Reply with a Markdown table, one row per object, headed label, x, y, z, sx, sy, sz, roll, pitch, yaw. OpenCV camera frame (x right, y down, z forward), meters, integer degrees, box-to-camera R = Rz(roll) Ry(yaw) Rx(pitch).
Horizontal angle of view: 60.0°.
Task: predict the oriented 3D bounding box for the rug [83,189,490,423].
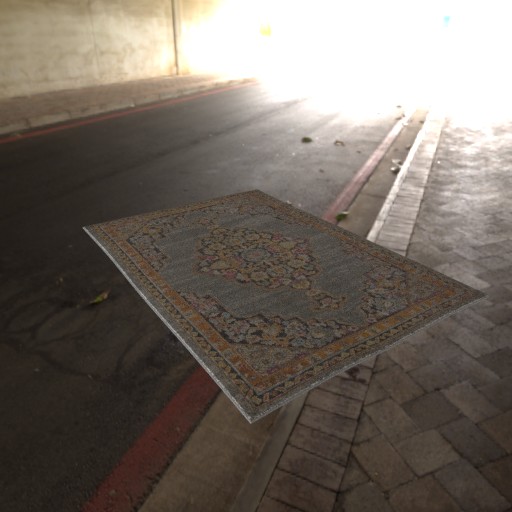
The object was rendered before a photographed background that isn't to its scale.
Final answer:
| label | x | y | z | sx | sy | sz | roll | pitch | yaw |
| --- | --- | --- | --- | --- | --- | --- | --- | --- | --- |
| rug | 0.000 | 0.000 | 3.692 | 2.043 | 0.026 | 2.901 | -17 | 31 | -30 |
